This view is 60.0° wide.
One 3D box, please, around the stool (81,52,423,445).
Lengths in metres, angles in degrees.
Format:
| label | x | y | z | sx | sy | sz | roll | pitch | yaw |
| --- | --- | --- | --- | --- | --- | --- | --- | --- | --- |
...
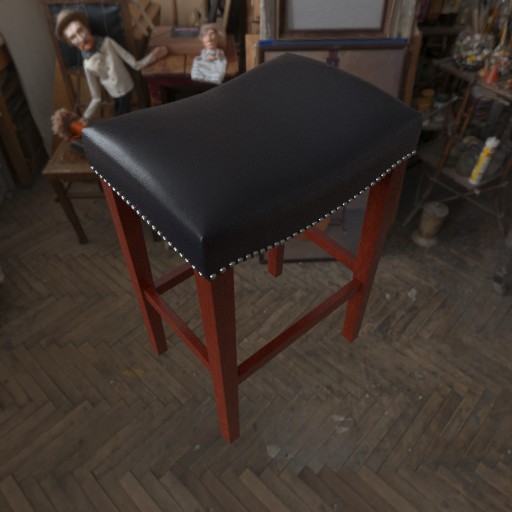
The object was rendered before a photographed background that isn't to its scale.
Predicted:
| label | x | y | z | sx | sy | sz | roll | pitch | yaw |
| --- | --- | --- | --- | --- | --- | --- | --- | --- | --- |
| stool | 0.000 | 0.000 | 1.026 | 0.504 | 0.742 | 0.372 | -32 | 54 | -27 |
